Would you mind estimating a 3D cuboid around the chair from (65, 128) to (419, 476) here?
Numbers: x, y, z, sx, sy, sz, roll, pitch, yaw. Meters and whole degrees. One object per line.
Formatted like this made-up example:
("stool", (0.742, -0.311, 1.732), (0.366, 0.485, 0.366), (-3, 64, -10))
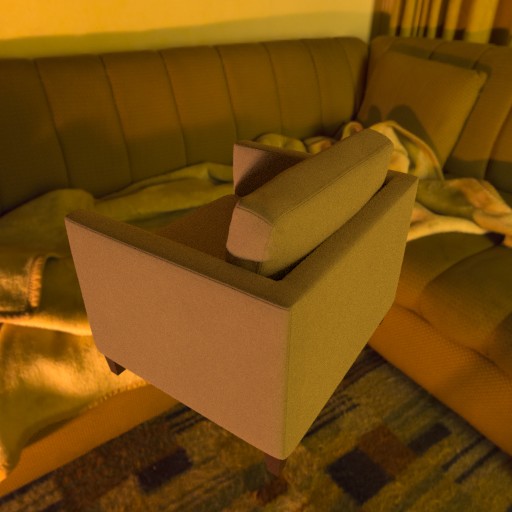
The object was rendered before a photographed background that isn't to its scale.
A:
("chair", (0.000, 0.000, 1.834), (0.959, 0.961, 1.107), (20, 37, 29))
